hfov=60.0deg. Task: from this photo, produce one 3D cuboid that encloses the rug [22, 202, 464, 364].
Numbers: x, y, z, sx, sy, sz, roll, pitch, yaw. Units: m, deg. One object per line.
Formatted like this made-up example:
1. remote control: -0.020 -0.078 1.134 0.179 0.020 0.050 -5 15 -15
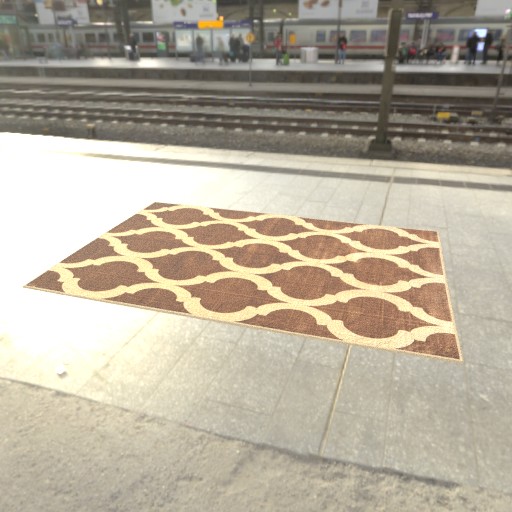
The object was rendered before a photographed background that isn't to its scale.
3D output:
1. rug: 0.000 0.000 2.823 2.290 0.014 1.526 7 27 15
